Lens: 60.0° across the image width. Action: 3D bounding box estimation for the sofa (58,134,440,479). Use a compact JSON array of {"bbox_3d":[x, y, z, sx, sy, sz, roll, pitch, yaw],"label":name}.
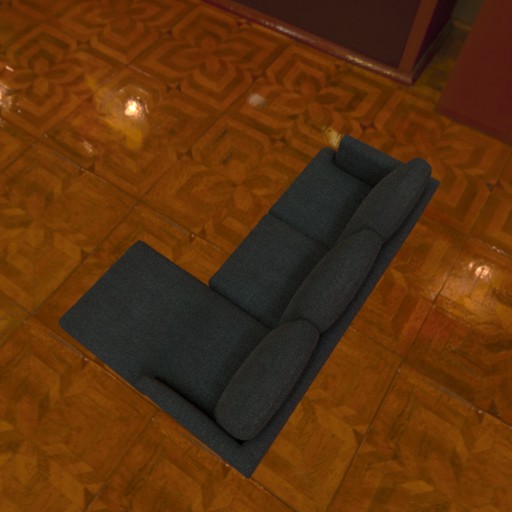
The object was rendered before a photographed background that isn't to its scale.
[{"bbox_3d":[0.000,0.000,2.982,1.504,0.956,2.233,33,67,16],"label":"sofa"}]
